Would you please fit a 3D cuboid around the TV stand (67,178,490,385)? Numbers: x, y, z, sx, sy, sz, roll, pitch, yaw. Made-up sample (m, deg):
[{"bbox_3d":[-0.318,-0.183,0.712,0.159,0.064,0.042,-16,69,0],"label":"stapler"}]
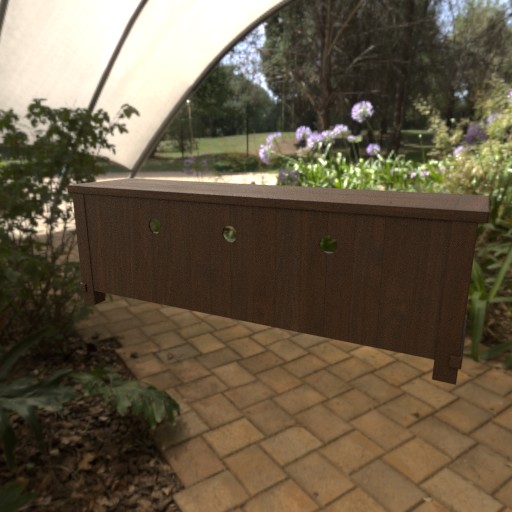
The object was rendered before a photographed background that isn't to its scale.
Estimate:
[{"bbox_3d":[0.000,0.000,2.064,1.866,0.615,0.471,7,16,26],"label":"TV stand"}]
